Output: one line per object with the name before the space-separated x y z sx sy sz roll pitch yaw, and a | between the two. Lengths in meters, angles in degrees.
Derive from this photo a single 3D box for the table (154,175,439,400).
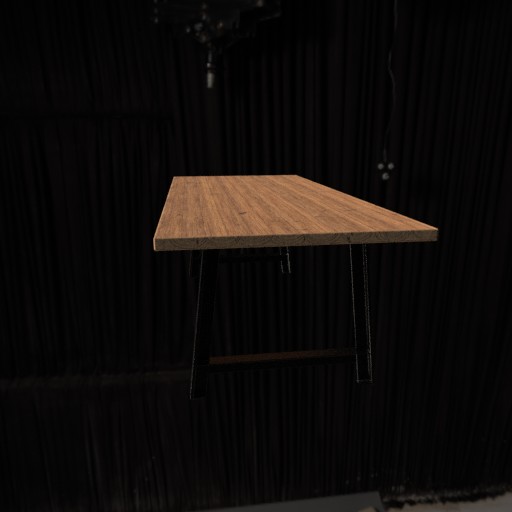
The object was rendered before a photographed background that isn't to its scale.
table | 0.000 0.000 2.662 1.000 0.757 2.200 -2 15 -8
